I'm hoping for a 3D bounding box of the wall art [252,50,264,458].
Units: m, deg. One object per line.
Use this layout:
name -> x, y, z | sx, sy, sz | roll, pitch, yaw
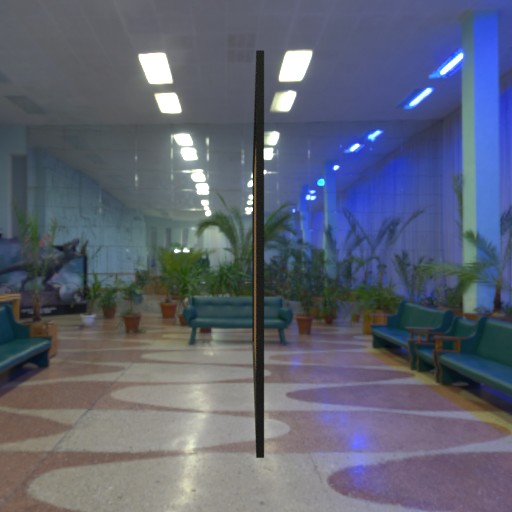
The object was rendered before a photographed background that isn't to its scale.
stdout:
wall art -> 0.000, 0.000, 1.205 | 0.013, 0.665, 0.963 | 0, -1, -1
